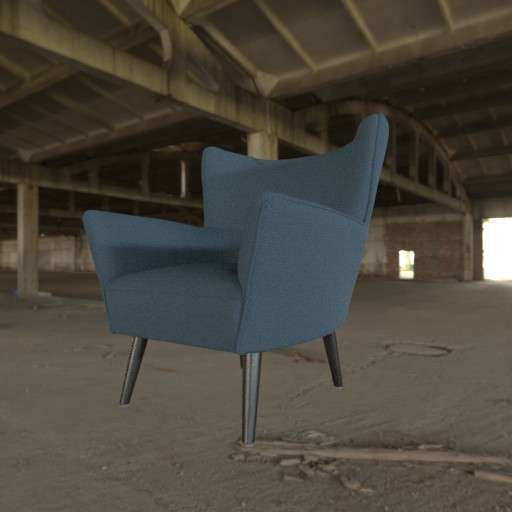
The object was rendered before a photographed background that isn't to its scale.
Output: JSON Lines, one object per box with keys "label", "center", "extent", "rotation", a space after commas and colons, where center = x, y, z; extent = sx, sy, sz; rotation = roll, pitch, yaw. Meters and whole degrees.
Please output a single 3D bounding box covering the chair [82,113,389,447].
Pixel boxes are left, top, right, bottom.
{"label": "chair", "center": [0.000, 0.000, 1.531], "extent": [0.781, 0.933, 0.888], "rotation": [0, 0, 36]}
